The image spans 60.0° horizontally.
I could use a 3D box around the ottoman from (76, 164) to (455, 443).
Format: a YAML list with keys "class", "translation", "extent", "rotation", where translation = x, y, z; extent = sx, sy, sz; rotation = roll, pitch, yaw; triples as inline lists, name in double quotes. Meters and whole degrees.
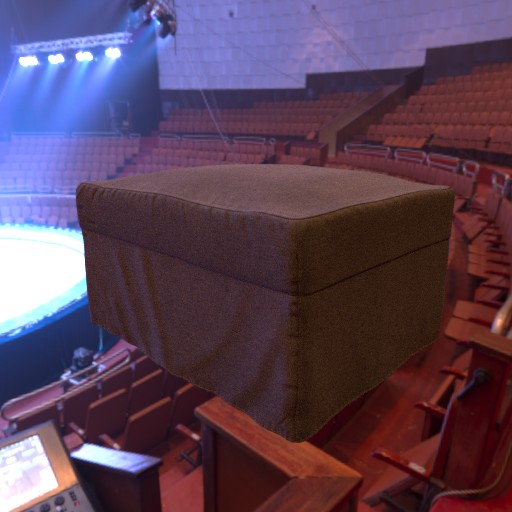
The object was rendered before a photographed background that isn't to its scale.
- class: "ottoman"
  translation: [0.000, 0.000, 1.242]
  extent: [0.833, 0.492, 0.652]
  rotation: [14, 21, 42]
